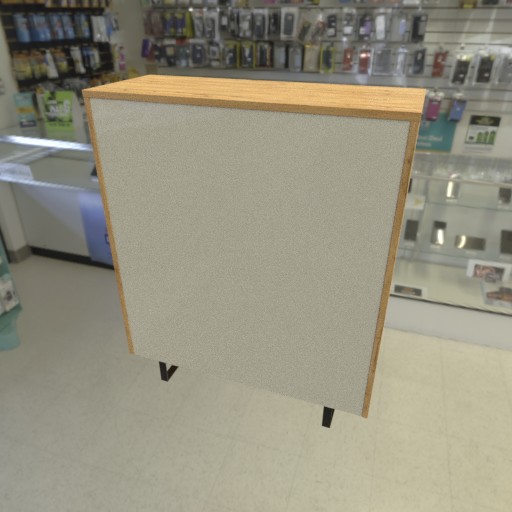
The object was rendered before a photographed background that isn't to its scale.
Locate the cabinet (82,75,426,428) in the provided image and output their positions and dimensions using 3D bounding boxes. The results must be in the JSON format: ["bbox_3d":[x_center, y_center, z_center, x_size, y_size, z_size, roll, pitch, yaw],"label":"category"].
[{"bbox_3d":[0.000,0.000,1.960,1.168,1.397,0.473,10,31,17],"label":"cabinet"}]
